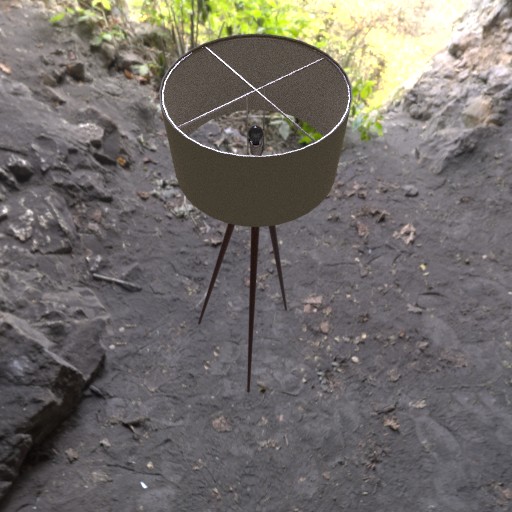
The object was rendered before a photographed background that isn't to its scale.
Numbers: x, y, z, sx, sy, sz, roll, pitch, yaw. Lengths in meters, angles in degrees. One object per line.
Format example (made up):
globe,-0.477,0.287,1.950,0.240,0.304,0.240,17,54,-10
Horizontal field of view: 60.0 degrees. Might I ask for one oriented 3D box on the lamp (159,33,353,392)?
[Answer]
lamp,0.000,0.000,1.764,0.483,1.553,0.483,-32,63,-19
